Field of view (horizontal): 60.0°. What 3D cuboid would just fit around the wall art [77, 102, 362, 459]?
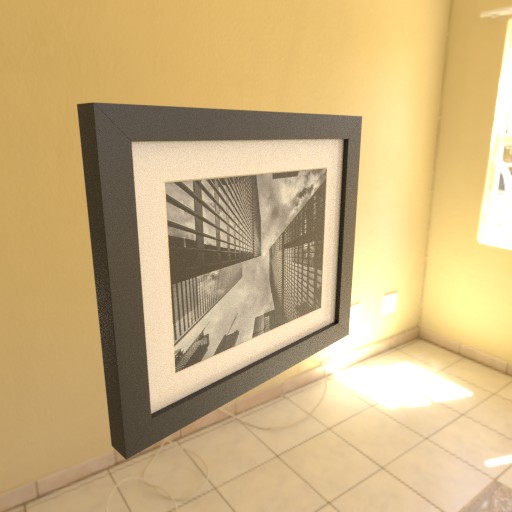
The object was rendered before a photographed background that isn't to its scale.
[{"bbox_3d":[0.000,0.000,0.518,0.028,0.321,0.381,15,21,42],"label":"wall art"}]
